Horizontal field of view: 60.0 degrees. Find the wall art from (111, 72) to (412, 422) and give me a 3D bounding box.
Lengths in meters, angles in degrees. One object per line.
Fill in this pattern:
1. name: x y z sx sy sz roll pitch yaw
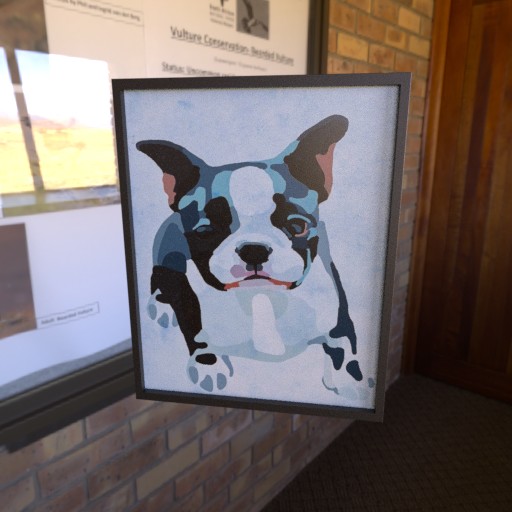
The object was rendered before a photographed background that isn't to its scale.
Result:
1. wall art: 0.000 0.000 0.490 0.294 0.369 0.030 2 15 9
